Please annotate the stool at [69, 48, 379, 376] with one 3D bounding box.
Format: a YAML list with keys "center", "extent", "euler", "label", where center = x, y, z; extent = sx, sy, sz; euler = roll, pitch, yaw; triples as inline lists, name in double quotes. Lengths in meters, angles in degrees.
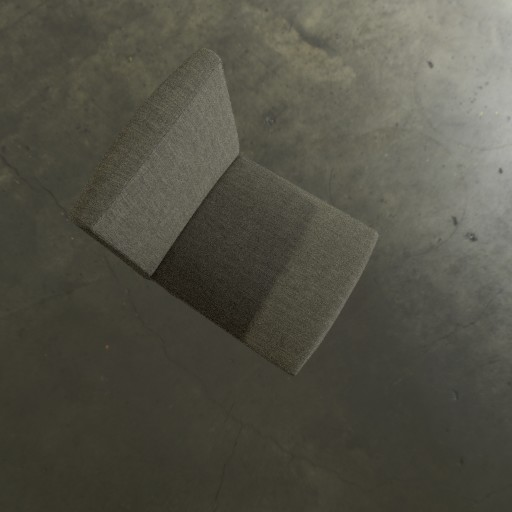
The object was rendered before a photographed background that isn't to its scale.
- center: [0.000, 0.000, 1.252]
  extent: [0.552, 0.966, 0.451]
  euler: [32, 78, 8]
  label: "stool"
